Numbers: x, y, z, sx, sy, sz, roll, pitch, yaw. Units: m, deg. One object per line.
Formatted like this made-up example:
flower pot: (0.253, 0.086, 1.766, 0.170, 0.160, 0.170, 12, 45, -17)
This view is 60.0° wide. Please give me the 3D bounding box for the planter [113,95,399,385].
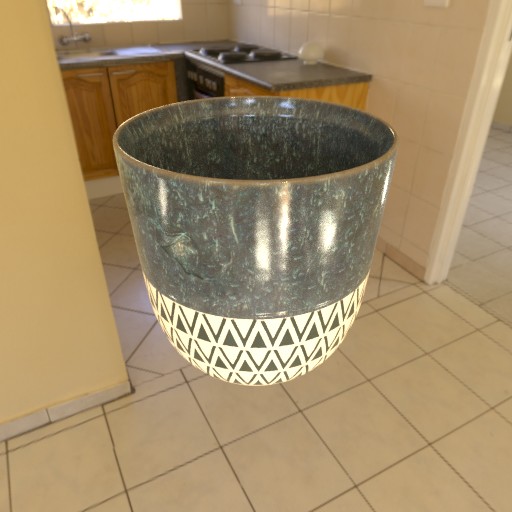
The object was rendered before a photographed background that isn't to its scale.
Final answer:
planter: (0.000, 0.000, 0.369, 0.195, 0.214, 0.195, 0, 32, 0)
